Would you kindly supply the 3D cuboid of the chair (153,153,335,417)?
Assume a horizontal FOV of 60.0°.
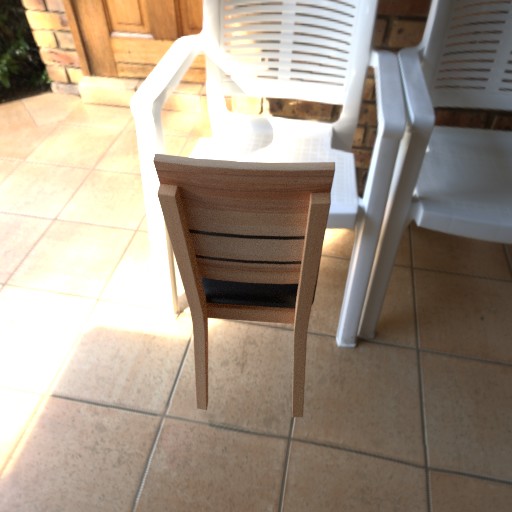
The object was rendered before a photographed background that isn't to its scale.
[{"bbox_3d":[0.000,0.000,1.221,0.410,0.940,0.520,4,46,3],"label":"chair"}]
